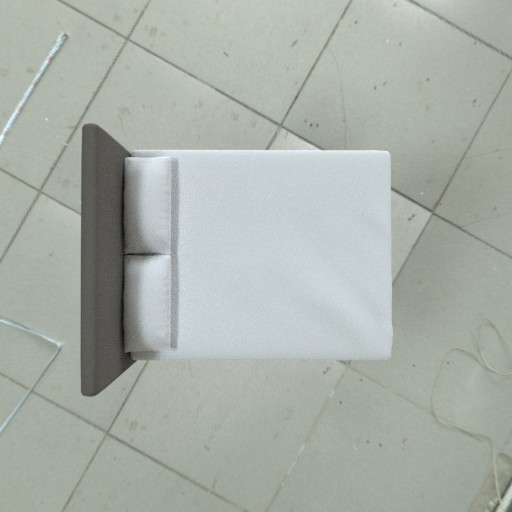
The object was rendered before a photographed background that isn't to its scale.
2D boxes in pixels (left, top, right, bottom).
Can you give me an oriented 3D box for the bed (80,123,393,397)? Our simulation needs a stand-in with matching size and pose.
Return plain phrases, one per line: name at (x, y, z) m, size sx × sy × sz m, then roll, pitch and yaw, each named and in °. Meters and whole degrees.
bed at (0.000, 0.000, 3.305) m, size 2.142 × 1.330 × 1.723 m, roll 0°, pitch 89°, yaw -1°
